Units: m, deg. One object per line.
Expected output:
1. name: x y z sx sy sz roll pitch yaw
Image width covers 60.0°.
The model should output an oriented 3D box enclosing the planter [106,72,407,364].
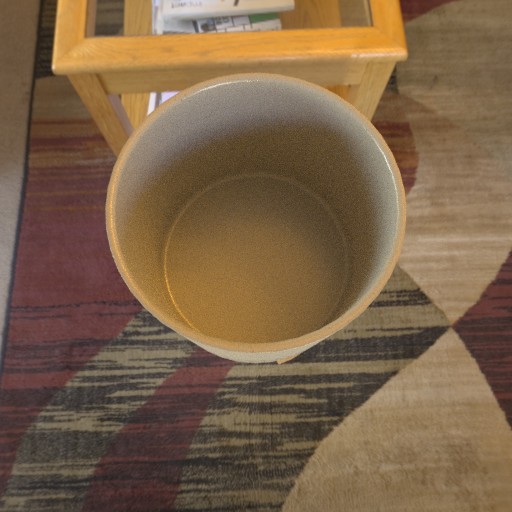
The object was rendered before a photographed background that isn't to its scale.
1. planter: 0.000 0.000 0.531 0.249 0.343 0.249 0 74 0
